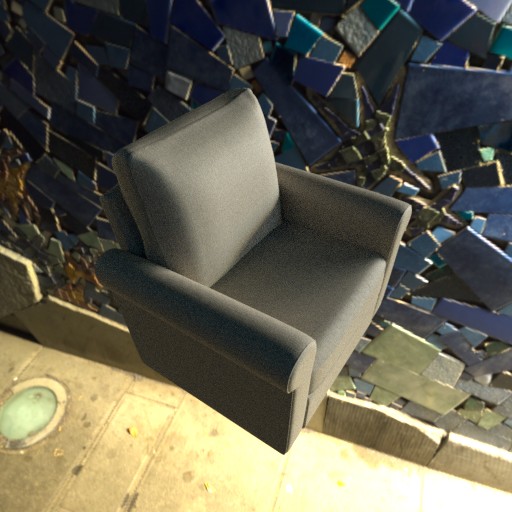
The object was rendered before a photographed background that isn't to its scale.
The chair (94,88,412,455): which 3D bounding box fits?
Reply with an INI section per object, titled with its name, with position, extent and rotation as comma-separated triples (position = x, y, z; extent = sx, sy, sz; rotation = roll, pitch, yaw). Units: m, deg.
[chair]
position = 0.000, 0.000, 2.309
extent = 1.180, 1.349, 1.275
rotation = 24, 47, 25
